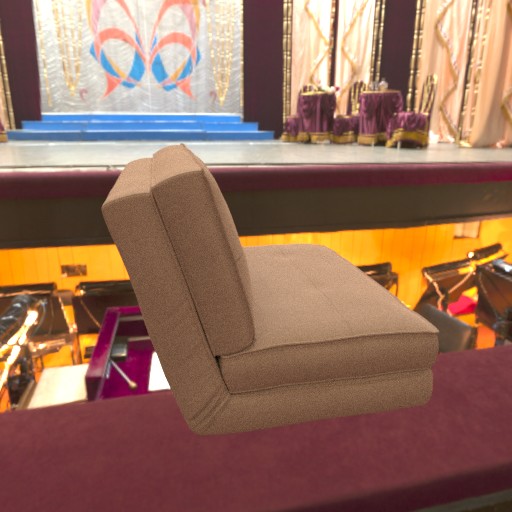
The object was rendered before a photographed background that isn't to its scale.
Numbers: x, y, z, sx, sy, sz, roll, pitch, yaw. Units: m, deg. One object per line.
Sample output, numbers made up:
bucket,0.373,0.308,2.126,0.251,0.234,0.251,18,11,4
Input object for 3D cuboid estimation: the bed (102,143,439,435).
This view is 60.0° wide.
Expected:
bed,0.000,0.000,1.305,0.749,0.614,0.799,-4,18,-12
